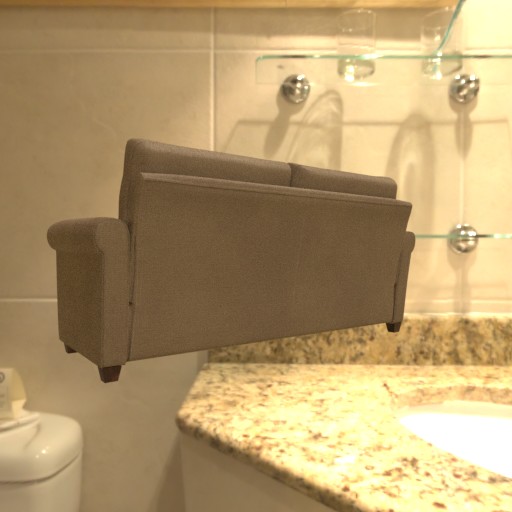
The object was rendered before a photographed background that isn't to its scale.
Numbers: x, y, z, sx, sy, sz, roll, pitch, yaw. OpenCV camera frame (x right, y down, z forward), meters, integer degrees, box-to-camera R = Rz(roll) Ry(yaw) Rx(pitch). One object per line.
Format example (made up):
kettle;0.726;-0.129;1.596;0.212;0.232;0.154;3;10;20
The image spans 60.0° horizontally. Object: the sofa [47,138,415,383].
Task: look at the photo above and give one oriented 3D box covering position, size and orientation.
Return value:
sofa;0.000;0.000;2.408;1.935;0.942;0.842;0;1;-36
